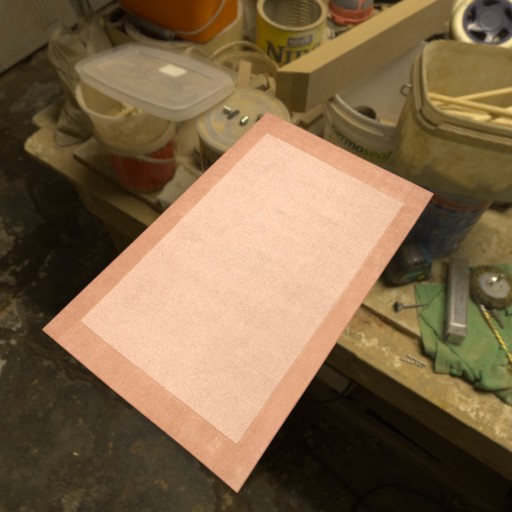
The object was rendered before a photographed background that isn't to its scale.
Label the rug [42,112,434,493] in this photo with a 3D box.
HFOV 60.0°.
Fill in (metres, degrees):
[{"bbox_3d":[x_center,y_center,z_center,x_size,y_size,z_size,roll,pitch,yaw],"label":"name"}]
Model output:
[{"bbox_3d":[0.000,0.000,3.031,1.524,0.014,2.438,32,64,18],"label":"rug"}]
